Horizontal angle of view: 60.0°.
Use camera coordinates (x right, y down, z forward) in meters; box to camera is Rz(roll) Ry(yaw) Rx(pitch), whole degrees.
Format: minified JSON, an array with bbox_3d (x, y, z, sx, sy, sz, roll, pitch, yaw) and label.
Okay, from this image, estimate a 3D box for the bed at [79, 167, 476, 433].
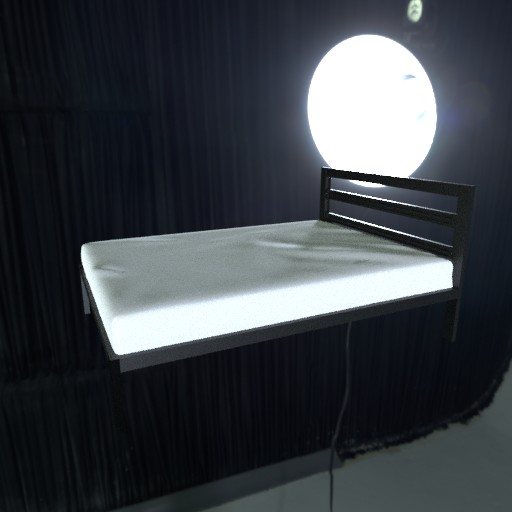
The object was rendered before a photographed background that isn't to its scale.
[{"bbox_3d":[0.000,0.000,2.884,2.062,0.967,1.524,-7,17,-25],"label":"bed"}]
